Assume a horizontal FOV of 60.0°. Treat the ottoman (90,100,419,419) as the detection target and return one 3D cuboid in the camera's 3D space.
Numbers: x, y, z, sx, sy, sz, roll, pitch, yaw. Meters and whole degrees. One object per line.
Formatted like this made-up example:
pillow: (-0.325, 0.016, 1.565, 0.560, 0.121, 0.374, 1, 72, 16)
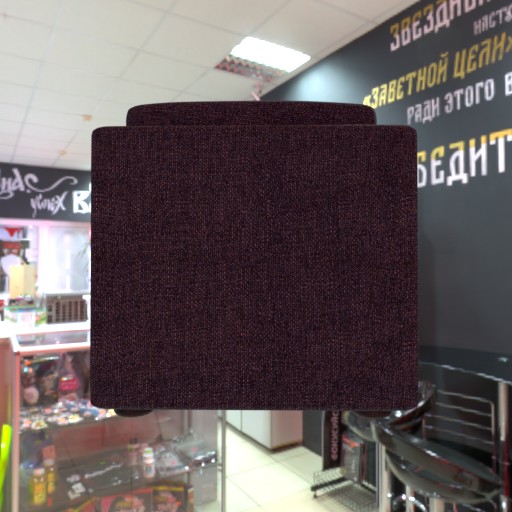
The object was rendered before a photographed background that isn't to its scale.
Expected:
ottoman: (0.000, 0.000, 0.817, 0.450, 0.460, 0.450, 0, -1, 1)
